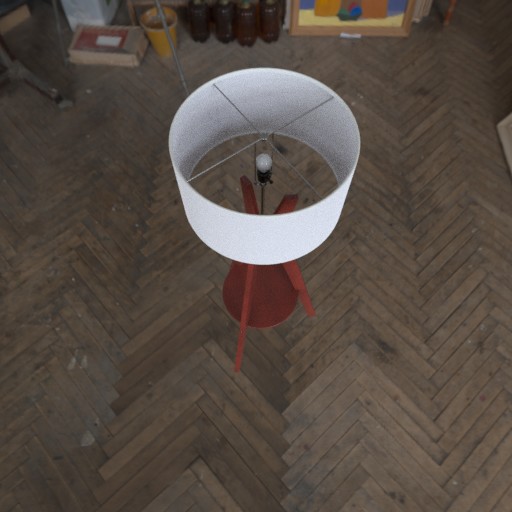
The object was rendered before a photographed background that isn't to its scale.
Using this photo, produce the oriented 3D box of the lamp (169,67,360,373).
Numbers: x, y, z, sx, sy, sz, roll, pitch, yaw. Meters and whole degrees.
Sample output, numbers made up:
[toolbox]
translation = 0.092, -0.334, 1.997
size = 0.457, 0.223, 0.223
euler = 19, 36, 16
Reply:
[lamp]
translation = 0.000, 0.000, 1.769
size = 0.539, 1.472, 0.542
euler = -33, 68, -15
